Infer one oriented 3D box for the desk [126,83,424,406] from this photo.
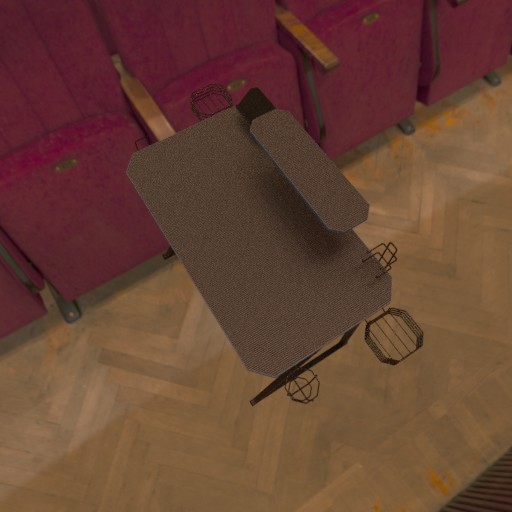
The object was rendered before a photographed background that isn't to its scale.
[{"bbox_3d":[0.000,0.000,1.807,0.594,0.909,1.295,-30,68,-13],"label":"desk"}]
